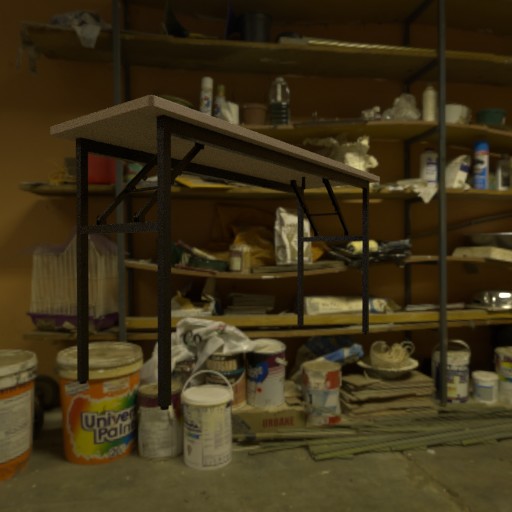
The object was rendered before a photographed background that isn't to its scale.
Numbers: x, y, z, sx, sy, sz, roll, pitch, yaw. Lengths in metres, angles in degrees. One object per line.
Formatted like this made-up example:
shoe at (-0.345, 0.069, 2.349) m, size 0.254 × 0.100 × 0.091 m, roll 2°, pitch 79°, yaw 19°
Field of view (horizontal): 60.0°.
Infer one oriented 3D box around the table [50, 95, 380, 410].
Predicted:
table at (0.000, 0.000, 1.706) m, size 0.447 × 0.750 × 1.397 m, roll 0°, pitch 1°, yaw 37°
